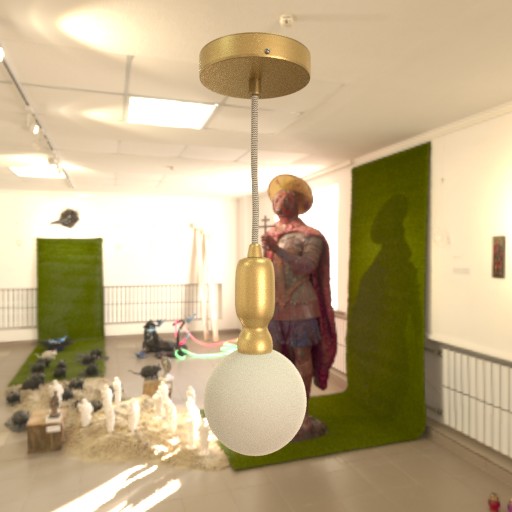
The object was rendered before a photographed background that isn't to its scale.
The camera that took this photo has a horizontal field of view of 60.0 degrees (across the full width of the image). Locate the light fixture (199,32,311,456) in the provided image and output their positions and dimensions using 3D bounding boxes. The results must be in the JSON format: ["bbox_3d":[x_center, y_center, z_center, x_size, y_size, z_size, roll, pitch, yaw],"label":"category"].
[{"bbox_3d":[0.000,0.000,0.577,0.146,0.510,0.147,0,1,-19],"label":"light fixture"}]
